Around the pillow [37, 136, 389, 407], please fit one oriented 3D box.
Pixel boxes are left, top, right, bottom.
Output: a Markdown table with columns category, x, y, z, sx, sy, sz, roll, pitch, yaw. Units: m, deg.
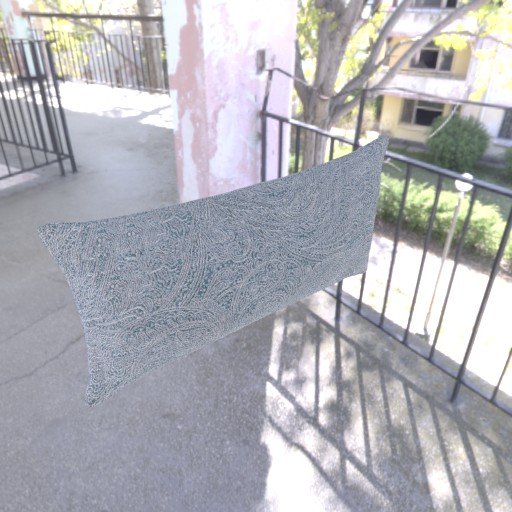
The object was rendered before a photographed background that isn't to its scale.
| category | x | y | z | sx | sy | sz | roll | pitch | yaw |
| --- | --- | --- | --- | --- | --- | --- | --- | --- | --- |
| pillow | 0.000 | 0.000 | 0.729 | 0.615 | 0.295 | 0.151 | -21 | 36 | -32 |
